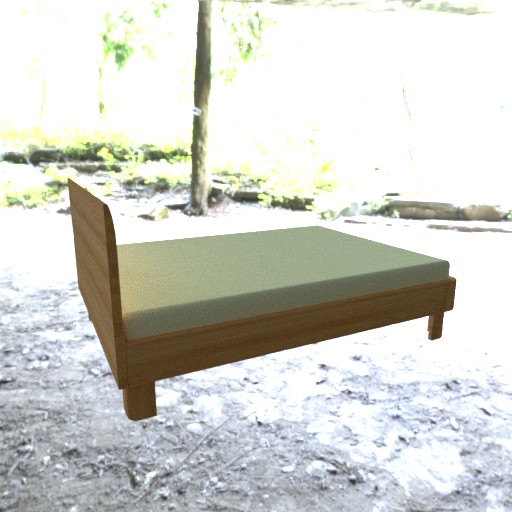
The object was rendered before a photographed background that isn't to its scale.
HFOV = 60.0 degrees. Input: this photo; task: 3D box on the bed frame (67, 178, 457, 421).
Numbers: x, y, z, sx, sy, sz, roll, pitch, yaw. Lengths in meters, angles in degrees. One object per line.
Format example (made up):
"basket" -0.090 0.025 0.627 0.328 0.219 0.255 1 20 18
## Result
"bed frame" 0.000 0.000 2.788 1.992 0.940 1.472 -7 16 -26
